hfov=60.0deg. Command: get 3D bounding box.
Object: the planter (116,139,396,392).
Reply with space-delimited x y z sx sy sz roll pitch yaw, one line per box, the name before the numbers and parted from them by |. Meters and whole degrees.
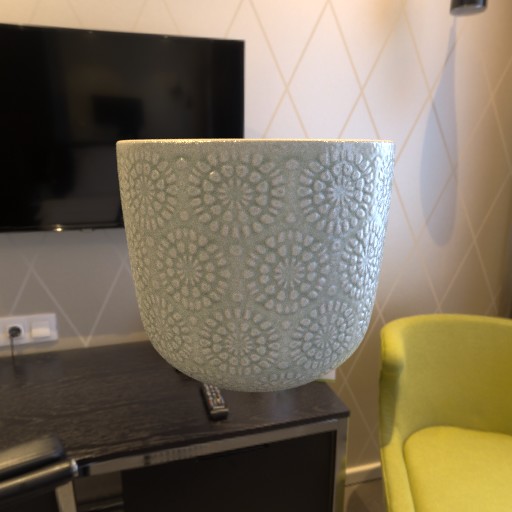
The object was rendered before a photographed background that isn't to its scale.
planter | 0.000 0.000 0.218 0.124 0.109 0.124 0 14 0
